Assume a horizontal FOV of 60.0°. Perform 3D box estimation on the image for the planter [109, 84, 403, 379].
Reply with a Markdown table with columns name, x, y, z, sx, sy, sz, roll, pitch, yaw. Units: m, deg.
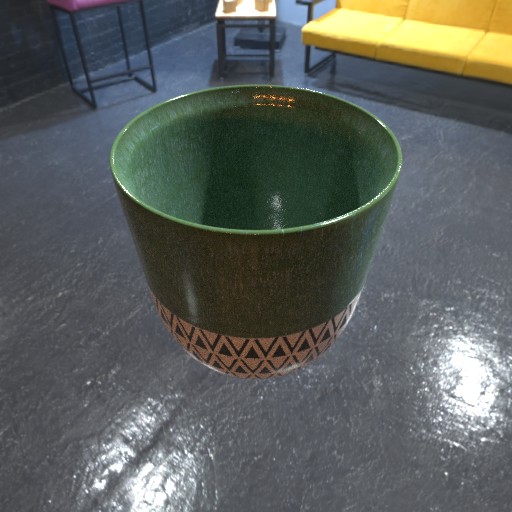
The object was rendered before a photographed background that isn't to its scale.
| name | x | y | z | sx | sy | sz | roll | pitch | yaw |
| --- | --- | --- | --- | --- | --- | --- | --- | --- | --- |
| planter | 0.000 | 0.000 | 0.375 | 0.195 | 0.214 | 0.195 | 0 | 43 | 0 |
